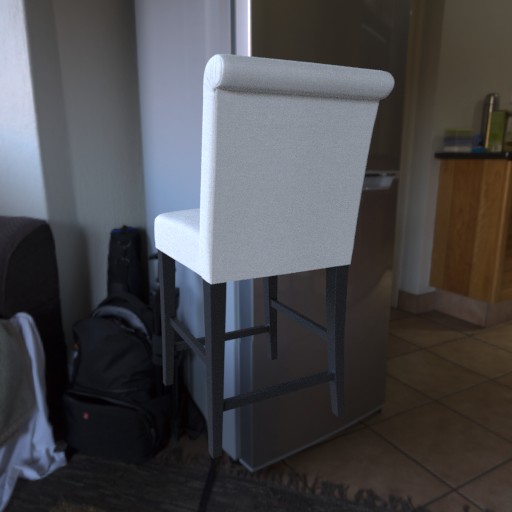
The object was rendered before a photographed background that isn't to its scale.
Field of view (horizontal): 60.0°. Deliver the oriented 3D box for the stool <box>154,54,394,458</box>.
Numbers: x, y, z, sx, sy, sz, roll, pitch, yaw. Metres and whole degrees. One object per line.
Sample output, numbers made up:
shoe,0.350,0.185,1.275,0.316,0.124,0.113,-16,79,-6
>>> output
stool,0.000,0.000,1.305,0.452,0.976,0.597,-7,15,-27
